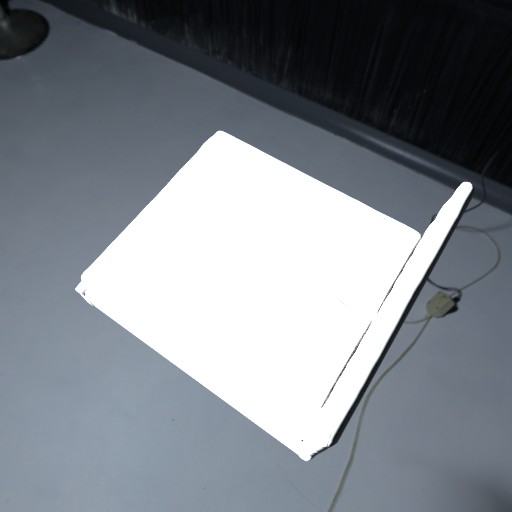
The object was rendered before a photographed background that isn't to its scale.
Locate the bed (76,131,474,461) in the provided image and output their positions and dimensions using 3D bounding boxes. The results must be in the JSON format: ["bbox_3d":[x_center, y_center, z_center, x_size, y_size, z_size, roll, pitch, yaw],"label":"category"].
[{"bbox_3d":[0.000,0.000,3.646,2.387,1.427,2.078,31,67,15],"label":"bed"}]
